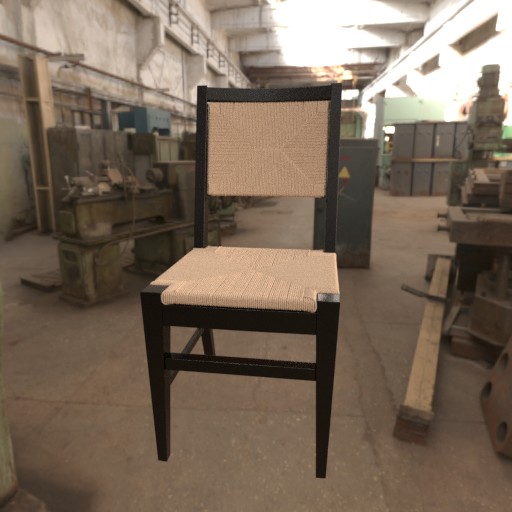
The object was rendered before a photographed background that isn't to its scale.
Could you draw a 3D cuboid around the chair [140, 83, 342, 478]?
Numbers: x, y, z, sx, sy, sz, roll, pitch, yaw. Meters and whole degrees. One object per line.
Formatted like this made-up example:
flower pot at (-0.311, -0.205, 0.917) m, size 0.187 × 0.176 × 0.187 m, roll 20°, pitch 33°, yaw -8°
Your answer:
chair at (0.000, 0.000, 1.196) m, size 0.437 × 0.927 × 0.552 m, roll 2°, pitch 15°, yaw 8°
